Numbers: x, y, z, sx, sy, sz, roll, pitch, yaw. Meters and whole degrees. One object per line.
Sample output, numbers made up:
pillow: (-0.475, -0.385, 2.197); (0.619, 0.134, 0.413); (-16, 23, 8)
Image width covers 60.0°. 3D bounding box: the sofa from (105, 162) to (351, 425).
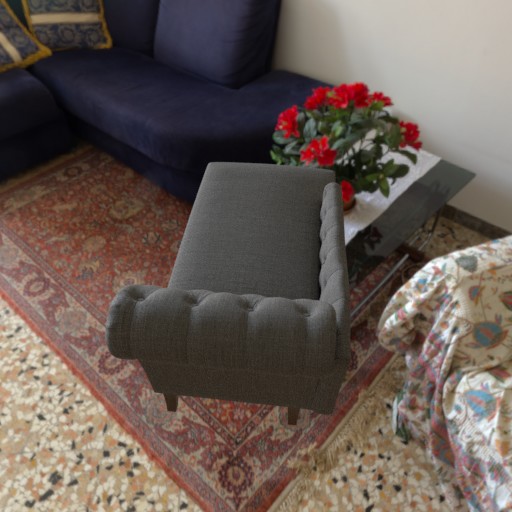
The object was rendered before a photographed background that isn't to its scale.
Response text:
sofa: (0.000, 0.000, 1.816); (0.675, 0.787, 1.379); (5, 45, 5)
